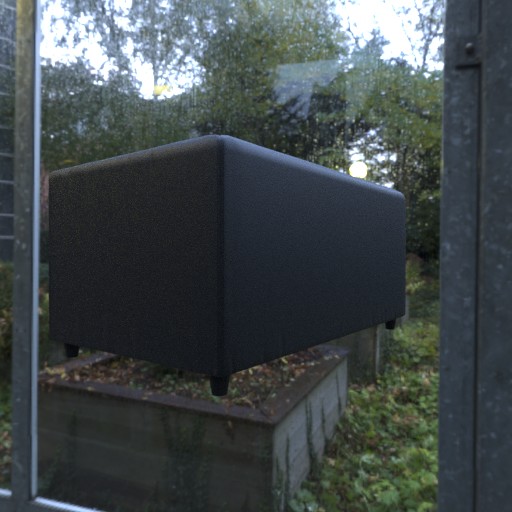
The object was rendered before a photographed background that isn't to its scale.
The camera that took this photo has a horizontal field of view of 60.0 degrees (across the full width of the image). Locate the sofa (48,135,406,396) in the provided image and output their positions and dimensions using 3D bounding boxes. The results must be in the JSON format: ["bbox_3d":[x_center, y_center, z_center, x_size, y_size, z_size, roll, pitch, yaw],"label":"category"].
[{"bbox_3d":[0.000,0.000,1.919,0.845,0.735,1.410,0,0,37],"label":"sofa"}]
